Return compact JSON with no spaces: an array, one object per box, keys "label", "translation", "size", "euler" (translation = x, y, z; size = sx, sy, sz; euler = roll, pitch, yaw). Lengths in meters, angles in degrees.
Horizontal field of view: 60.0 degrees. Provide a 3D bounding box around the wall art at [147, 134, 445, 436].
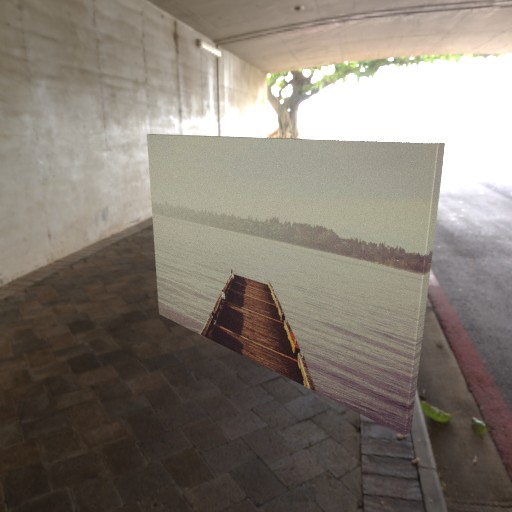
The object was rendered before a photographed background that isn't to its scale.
[{"label":"wall art","translation":[0.000,0.000,0.791],"size":[0.615,0.410,0.021],"euler":[15,23,42]}]
